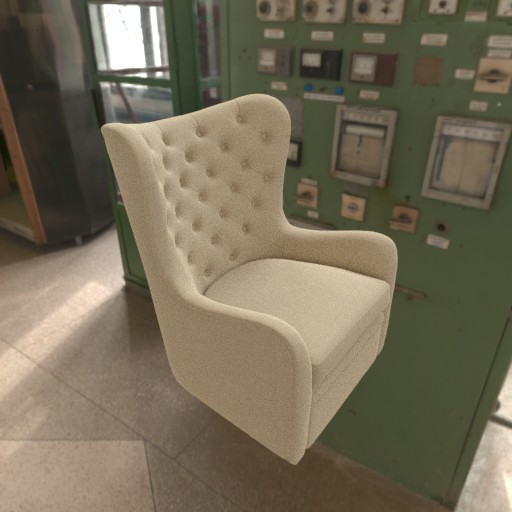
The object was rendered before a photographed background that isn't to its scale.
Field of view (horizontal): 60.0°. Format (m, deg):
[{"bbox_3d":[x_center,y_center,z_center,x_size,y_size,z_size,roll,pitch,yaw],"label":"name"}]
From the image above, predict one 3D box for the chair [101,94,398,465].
[{"bbox_3d":[0.000,0.000,1.745,0.929,1.079,0.831,19,34,31],"label":"chair"}]
